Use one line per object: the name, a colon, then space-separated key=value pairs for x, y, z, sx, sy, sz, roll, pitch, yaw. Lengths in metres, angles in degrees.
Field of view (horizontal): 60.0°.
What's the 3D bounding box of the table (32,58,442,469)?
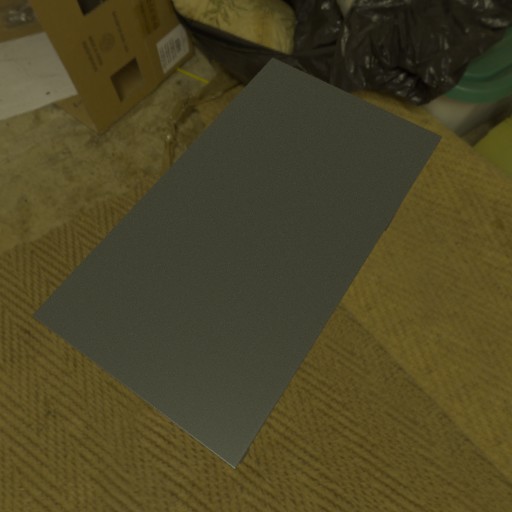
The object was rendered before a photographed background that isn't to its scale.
table: x=0.000 y=0.000 z=1.412 sx=0.612 sy=0.493 sz=1.068 roll=31 pitch=68 yaw=14
